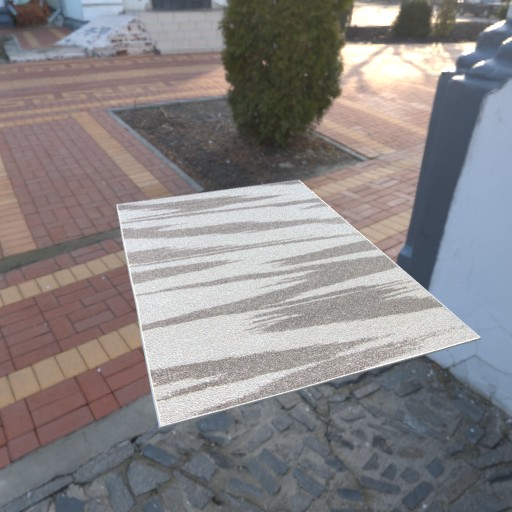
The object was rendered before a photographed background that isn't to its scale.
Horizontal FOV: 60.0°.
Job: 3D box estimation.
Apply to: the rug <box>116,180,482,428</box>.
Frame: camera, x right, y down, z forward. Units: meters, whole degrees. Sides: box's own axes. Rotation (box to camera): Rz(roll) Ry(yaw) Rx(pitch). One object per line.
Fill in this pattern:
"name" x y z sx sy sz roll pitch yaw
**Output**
"rug" 0.000 0.000 2.752 1.533 0.010 2.142 -10 33 -16
